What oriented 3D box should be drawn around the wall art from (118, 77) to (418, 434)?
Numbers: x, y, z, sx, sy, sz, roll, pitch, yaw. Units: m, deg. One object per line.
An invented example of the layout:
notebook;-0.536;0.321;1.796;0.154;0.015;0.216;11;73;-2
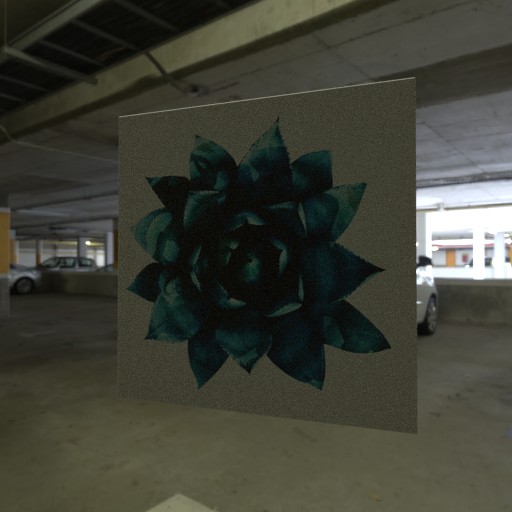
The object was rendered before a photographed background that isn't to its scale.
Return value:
wall art;0.000;0.000;0.447;0.305;0.305;0.038;0;-1;20
